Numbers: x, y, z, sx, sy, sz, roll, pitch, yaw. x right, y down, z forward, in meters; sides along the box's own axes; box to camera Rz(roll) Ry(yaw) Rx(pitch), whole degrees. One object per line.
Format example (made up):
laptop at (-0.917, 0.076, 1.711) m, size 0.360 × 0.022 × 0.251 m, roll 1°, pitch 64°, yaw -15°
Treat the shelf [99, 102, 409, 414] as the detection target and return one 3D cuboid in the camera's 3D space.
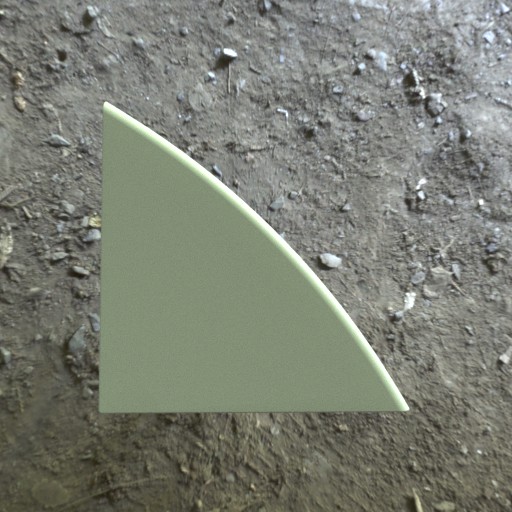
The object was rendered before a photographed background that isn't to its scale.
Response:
shelf at (0.000, 0.000, 0.462) m, size 0.310 × 0.050 × 0.310 m, roll 0°, pitch 90°, yaw -1°
